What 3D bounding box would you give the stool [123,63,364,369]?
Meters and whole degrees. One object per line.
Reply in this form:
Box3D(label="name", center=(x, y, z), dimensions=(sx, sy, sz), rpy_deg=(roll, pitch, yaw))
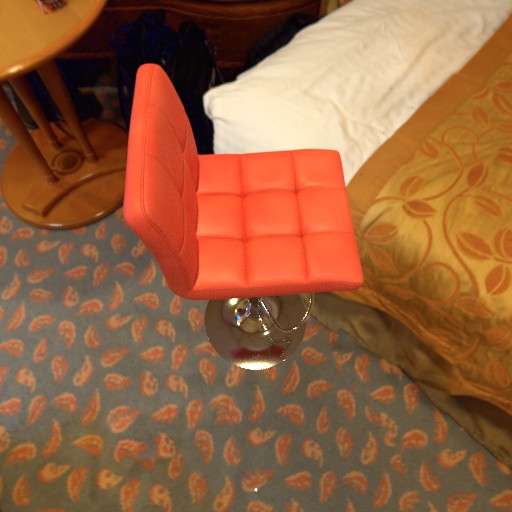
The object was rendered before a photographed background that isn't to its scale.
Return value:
Box3D(label="stool", center=(0.000, 0.000, 1.355), dimensions=(0.505, 1.115, 0.430), rpy_deg=(-3, 62, -2))
